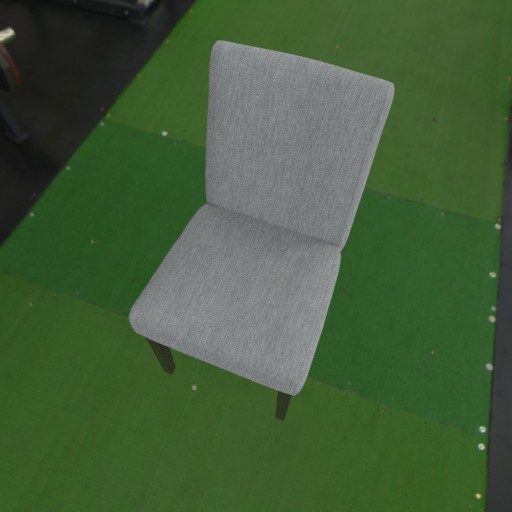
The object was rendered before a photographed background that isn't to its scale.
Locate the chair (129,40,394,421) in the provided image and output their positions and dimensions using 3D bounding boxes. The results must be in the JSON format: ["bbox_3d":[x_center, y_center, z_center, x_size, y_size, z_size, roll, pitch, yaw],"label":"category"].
[{"bbox_3d":[0.000,0.000,1.257,0.487,0.884,0.629,19,60,11],"label":"chair"}]
